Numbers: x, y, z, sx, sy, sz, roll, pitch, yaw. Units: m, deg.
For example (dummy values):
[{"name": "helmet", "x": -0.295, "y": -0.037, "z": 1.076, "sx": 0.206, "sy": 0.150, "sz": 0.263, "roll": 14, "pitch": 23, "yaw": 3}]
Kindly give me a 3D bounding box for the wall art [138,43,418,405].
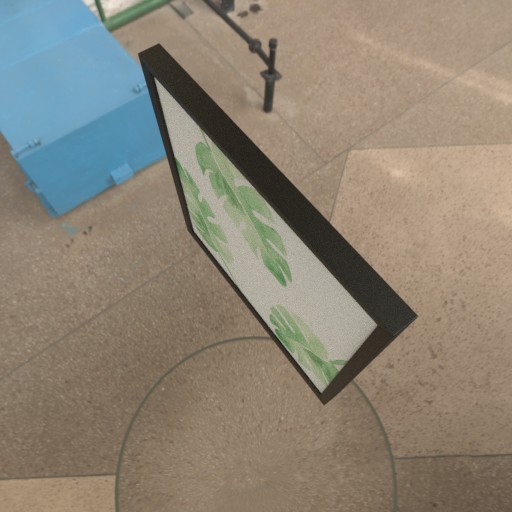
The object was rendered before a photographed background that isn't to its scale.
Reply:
[{"name": "wall art", "x": 0.000, "y": 0.000, "z": 0.765, "sx": 0.036, "sy": 0.508, "sz": 0.508, "roll": -34, "pitch": 69, "yaw": -15}]
